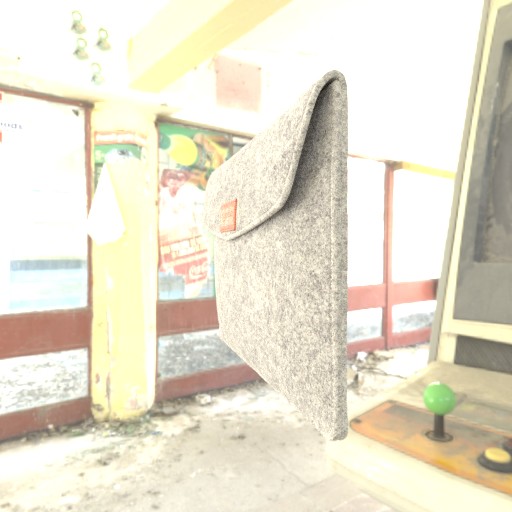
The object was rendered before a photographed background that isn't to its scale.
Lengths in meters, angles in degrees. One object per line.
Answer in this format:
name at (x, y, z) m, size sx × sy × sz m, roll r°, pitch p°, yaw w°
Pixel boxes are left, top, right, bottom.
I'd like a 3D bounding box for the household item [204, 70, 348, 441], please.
household item at (0.000, 0.000, 0.419) m, size 0.057 × 0.221 × 0.335 m, roll 0°, pitch 1°, yaw -16°
